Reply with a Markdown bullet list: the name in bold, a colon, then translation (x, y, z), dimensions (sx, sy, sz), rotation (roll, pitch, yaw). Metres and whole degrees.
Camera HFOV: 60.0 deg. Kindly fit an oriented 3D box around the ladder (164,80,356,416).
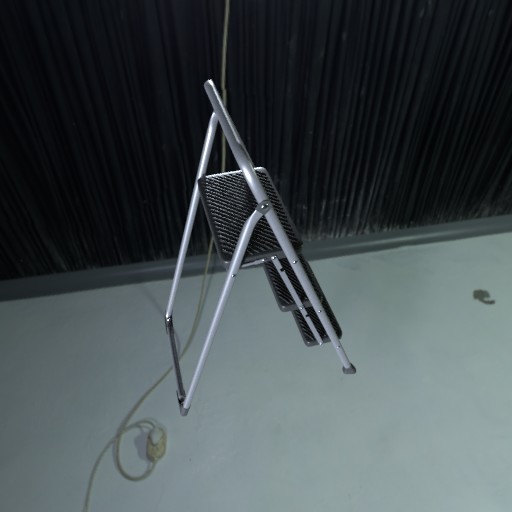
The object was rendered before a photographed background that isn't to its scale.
- **ladder**: translation (0.000, 0.000, 1.314), dimensions (0.629, 0.945, 0.430), rotation (-11, 47, -11)
